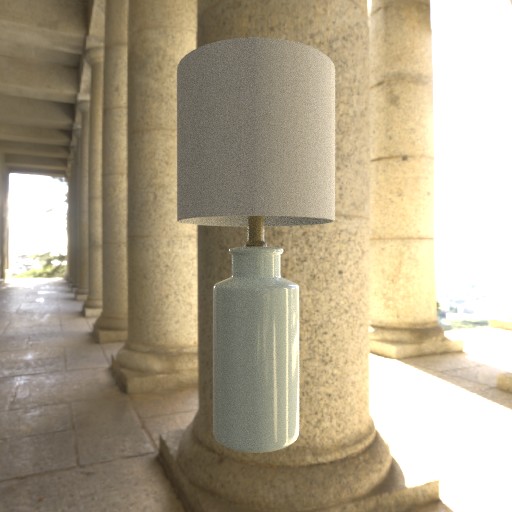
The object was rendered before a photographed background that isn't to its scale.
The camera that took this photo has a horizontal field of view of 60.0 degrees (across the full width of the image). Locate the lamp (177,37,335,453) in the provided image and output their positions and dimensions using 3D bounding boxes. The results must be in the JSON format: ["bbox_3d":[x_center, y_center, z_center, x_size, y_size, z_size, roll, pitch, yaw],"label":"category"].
[{"bbox_3d":[0.000,0.000,0.605,0.212,0.493,0.212,0,1,36],"label":"lamp"}]
